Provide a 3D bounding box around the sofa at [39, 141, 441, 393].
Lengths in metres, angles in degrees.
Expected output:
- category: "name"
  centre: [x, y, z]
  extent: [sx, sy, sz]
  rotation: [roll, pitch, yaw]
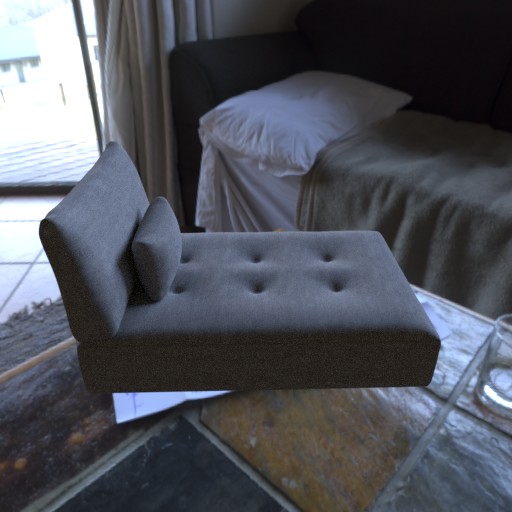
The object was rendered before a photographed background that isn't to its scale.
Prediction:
- category: "sofa"
  centre: [0.000, 0.000, 2.006]
  extent: [1.450, 0.820, 0.930]
  rotation: [-1, 31, -1]
